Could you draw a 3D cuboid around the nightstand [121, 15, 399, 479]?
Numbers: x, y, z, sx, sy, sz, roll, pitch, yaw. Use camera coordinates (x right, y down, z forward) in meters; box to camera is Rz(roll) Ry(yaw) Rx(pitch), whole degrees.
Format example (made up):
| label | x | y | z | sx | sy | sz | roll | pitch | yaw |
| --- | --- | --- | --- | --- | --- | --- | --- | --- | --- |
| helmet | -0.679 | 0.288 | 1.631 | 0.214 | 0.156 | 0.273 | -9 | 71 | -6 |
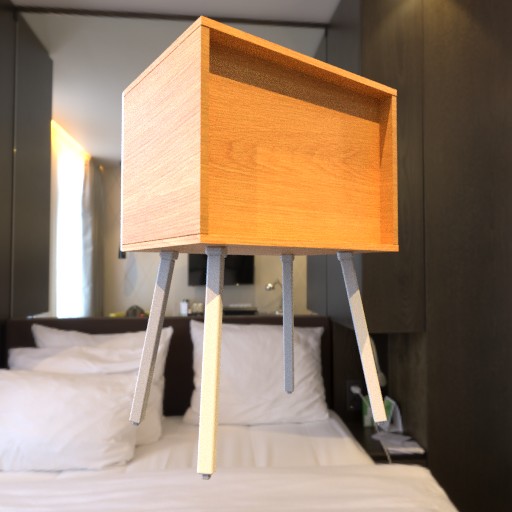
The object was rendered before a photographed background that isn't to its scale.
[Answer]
| label | x | y | z | sx | sy | sz | roll | pitch | yaw |
| --- | --- | --- | --- | --- | --- | --- | --- | --- | --- |
| nightstand | 0.000 | 0.000 | 0.804 | 0.400 | 0.601 | 0.316 | 1 | -2 | -36 |
